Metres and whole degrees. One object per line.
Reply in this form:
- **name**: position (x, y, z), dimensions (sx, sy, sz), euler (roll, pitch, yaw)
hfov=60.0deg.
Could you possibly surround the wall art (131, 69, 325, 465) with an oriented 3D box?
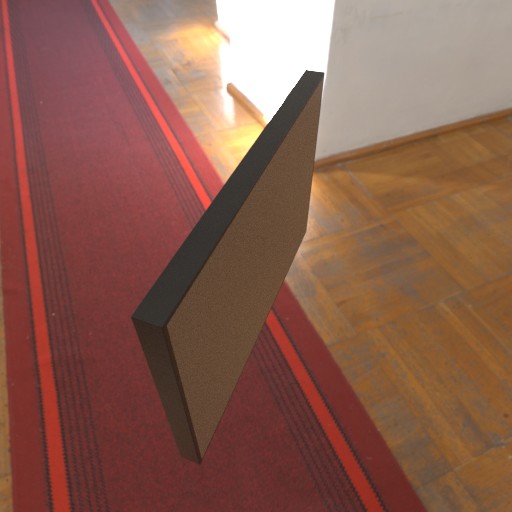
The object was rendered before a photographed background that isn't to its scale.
- **wall art**: position (0.000, 0.000, 1.225), dimensions (0.058, 0.640, 0.939), euler (16, 49, 14)
